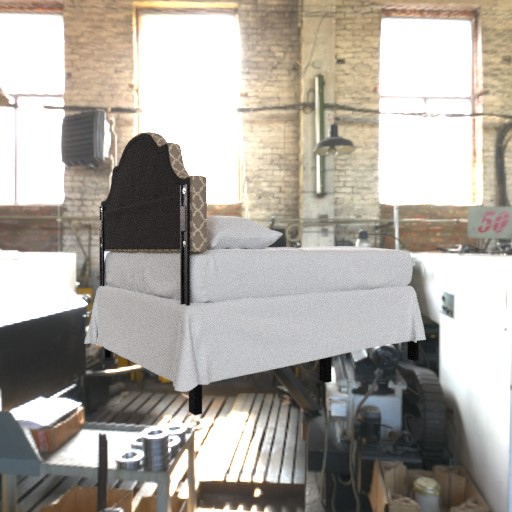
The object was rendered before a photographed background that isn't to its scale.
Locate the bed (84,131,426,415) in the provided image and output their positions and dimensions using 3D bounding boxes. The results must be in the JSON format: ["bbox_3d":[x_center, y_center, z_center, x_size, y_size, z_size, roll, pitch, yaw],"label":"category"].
[{"bbox_3d":[0.000,0.000,3.522,2.222,1.633,1.780,-1,1,-36],"label":"bed"}]
